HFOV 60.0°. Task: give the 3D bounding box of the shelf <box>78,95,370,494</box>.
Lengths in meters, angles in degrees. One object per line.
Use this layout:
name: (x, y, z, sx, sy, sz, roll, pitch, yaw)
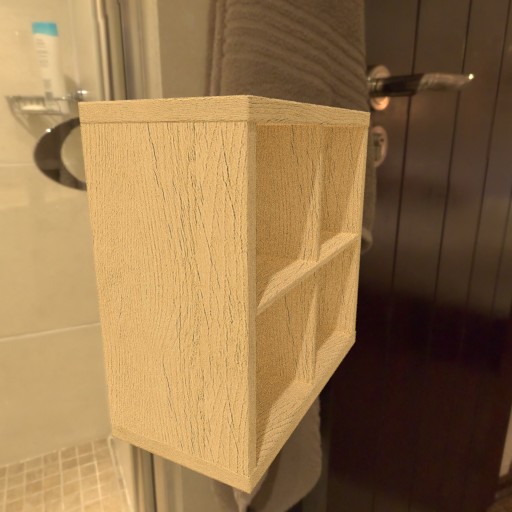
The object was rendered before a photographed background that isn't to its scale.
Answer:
shelf: (0.000, 0.000, 1.244, 0.390, 0.786, 0.790, 8, 18, 27)
